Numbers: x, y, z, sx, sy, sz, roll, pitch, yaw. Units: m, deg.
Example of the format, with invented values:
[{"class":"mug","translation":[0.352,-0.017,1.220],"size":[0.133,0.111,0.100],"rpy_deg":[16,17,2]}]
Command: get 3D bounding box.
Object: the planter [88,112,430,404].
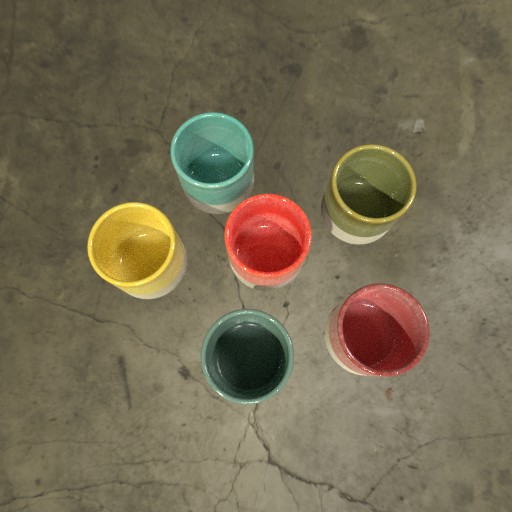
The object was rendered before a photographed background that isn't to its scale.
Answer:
[{"class":"planter","translation":[0.000,0.000,0.412],"size":[0.286,0.075,0.257],"rpy_deg":[-2,76,0]}]
